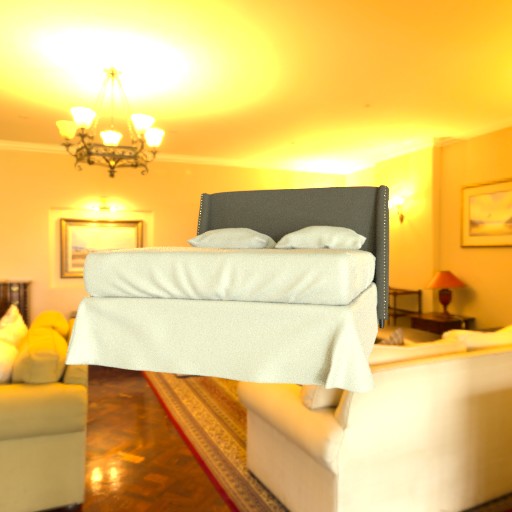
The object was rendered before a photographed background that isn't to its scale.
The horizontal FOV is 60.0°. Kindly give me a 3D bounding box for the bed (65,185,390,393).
[{"bbox_3d":[0.000,0.000,3.448,1.925,1.332,2.276,0,1,19],"label":"bed"}]
